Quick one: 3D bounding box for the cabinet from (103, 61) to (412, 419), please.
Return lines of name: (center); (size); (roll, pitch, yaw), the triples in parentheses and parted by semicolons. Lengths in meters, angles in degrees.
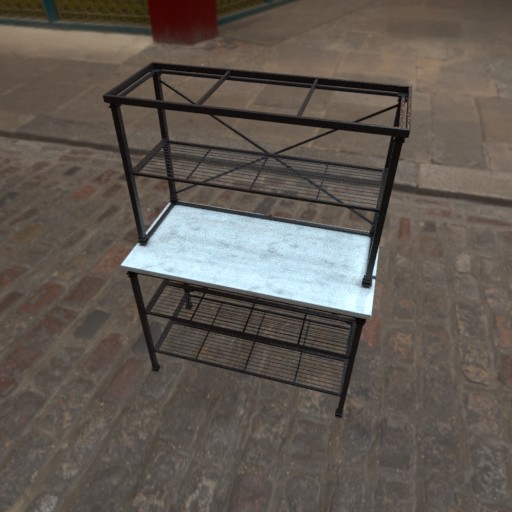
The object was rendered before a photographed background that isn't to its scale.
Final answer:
cabinet: (0.000, 0.000, 2.296); (1.210, 1.659, 0.610); (10, 41, 12)
